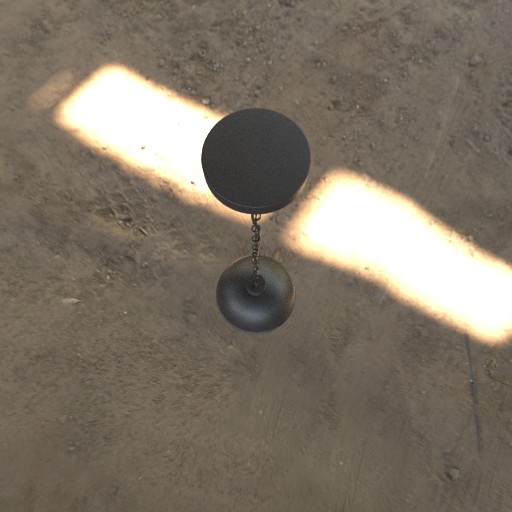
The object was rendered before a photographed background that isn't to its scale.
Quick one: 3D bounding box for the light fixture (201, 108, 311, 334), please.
[{"bbox_3d":[0.000,0.000,1.166,0.304,1.090,0.304,-4,75,-1],"label":"light fixture"}]
